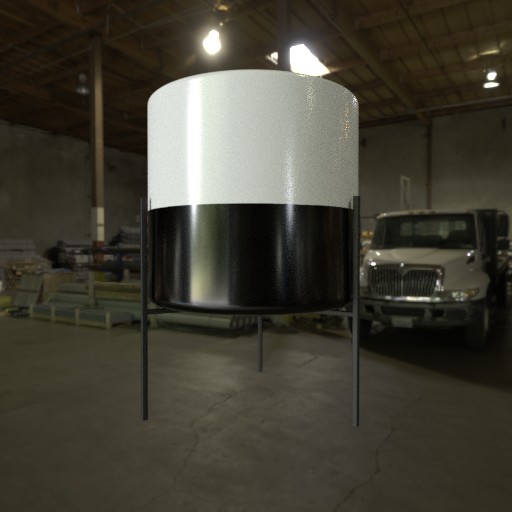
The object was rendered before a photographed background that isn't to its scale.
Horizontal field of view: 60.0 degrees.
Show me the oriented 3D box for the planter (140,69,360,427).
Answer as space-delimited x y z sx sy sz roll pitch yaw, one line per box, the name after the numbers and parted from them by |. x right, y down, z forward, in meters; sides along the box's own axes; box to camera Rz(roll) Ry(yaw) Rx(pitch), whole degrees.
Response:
0.000 0.000 0.655 0.310 0.432 0.310 0 1 19 | planter
